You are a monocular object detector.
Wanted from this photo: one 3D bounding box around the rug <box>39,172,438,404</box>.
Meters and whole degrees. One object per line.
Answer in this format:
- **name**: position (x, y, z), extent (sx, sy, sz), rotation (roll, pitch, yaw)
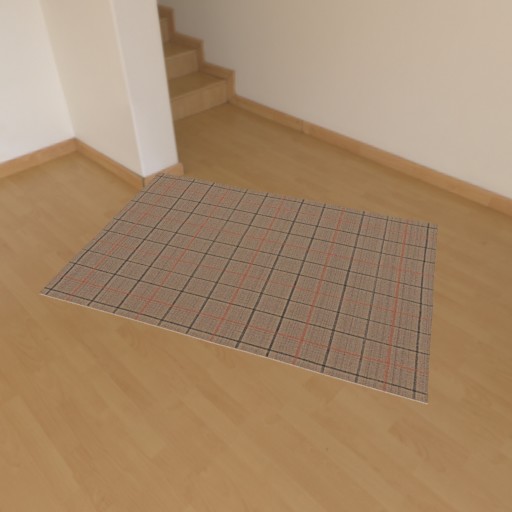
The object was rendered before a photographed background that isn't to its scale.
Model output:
- **rug**: position (0.000, 0.000, 2.378), extent (1.829, 0.013, 1.220), rotation (13, 43, 14)
